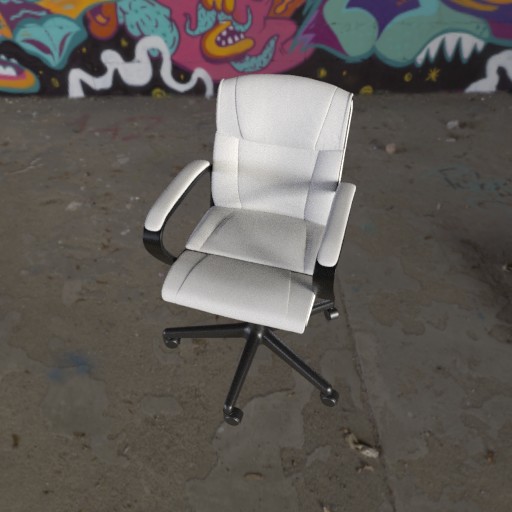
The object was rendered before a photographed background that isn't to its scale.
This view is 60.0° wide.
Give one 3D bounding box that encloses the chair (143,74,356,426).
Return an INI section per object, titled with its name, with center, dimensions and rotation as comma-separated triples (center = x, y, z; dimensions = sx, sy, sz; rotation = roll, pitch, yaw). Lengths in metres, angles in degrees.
[chair]
center = 0.000, 0.000, 1.519
dimensions = 0.739, 1.004, 0.717
rotation = 12, 42, 14
